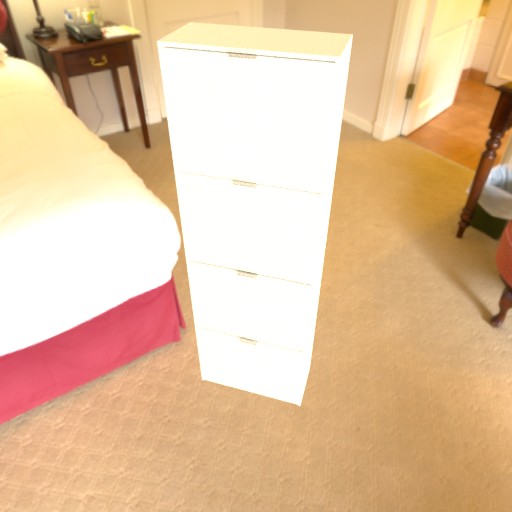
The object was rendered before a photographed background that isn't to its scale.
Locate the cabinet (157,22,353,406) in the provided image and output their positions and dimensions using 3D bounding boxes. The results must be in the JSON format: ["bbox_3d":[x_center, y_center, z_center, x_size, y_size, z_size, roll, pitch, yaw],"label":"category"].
[{"bbox_3d":[0.000,0.000,1.796,0.520,1.630,0.255,11,41,13],"label":"cabinet"}]
